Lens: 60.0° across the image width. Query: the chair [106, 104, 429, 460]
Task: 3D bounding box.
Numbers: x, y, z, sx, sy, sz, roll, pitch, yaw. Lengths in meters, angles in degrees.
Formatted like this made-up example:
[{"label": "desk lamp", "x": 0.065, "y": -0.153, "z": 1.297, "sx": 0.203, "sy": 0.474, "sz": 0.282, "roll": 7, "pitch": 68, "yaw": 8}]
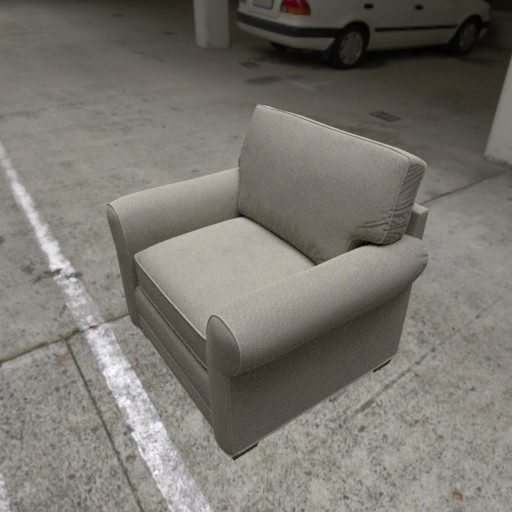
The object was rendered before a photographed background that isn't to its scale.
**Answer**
[{"label": "chair", "x": 0.000, "y": 0.000, "z": 1.926, "sx": 0.939, "sy": 1.044, "sz": 1.147, "roll": -20, "pitch": 38, "yaw": -29}]
